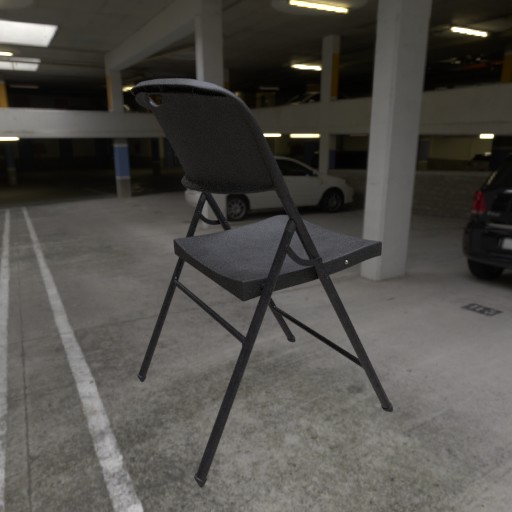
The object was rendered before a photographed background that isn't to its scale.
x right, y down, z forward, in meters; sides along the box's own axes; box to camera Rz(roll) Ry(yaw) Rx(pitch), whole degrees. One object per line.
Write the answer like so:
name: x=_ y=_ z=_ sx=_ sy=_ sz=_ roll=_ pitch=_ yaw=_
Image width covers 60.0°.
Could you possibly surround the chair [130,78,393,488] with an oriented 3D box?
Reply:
chair: x=0.000 y=0.000 z=1.140 sx=0.566 sy=0.810 sz=0.494 roll=-8 pitch=18 yaw=-28
